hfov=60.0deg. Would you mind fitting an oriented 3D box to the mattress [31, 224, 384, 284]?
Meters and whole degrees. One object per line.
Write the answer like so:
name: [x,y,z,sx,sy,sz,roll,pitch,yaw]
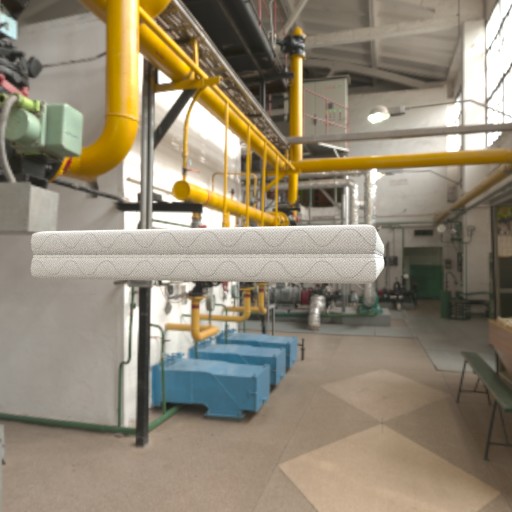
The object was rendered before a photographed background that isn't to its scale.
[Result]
mattress: [0.000,0.000,2.558,1.400,0.200,1.900,0,0,17]
